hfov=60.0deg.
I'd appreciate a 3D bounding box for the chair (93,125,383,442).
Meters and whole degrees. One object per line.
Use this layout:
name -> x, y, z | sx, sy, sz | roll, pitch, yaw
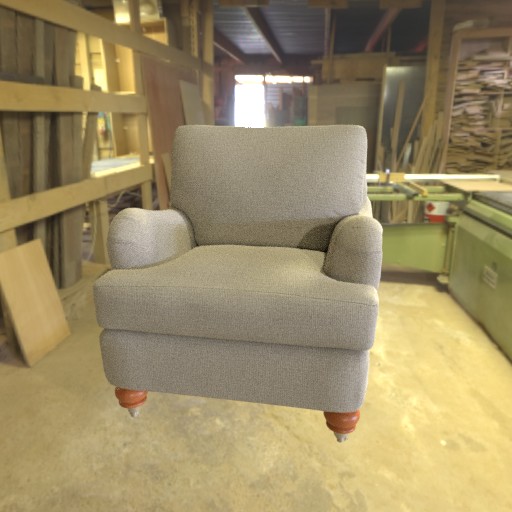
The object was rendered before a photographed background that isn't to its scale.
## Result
chair -> 0.000, 0.000, 1.825 | 0.955, 1.038, 1.070 | 3, 16, 10
